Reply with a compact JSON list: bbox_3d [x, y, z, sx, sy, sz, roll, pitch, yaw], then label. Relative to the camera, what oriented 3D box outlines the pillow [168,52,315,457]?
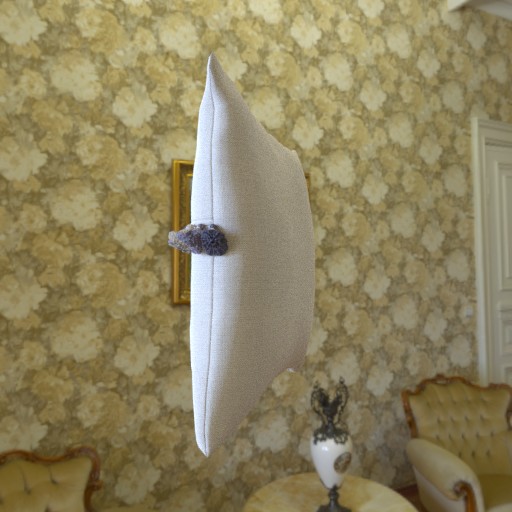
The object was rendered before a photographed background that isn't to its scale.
[{"bbox_3d":[0.000,0.000,0.746,0.165,0.481,0.489,-1,-2,18],"label":"pillow"}]
